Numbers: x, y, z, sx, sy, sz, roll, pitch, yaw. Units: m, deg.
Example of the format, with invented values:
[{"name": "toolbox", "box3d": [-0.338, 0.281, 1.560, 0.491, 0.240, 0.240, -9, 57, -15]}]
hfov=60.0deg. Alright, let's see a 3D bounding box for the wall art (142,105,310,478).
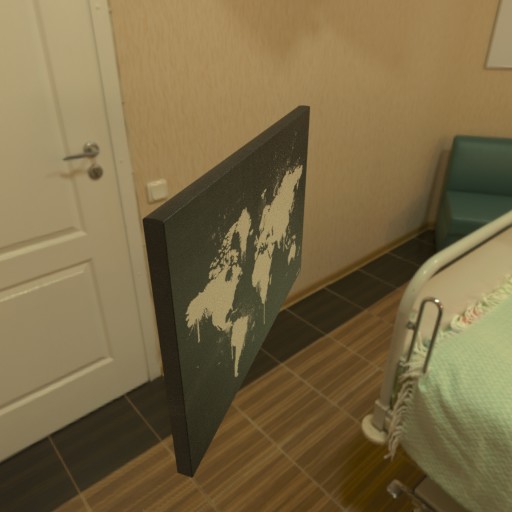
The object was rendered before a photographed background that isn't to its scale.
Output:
[{"name": "wall art", "box3d": [0.000, 0.000, 1.183, 0.038, 0.612, 0.912, 10, 31, 17]}]
